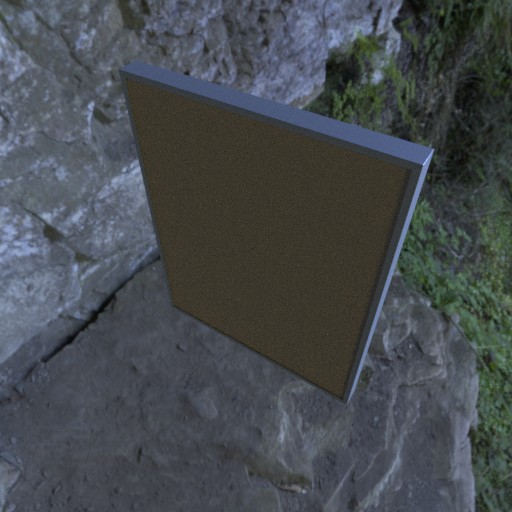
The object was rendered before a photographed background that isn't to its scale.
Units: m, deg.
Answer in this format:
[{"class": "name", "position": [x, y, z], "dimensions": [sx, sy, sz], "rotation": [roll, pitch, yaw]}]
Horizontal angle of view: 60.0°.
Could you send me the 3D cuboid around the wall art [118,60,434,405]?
[{"class": "wall art", "position": [0.000, 0.000, 0.761], "dimensions": [0.445, 0.553, 0.039], "rotation": [25, 51, 22]}]
